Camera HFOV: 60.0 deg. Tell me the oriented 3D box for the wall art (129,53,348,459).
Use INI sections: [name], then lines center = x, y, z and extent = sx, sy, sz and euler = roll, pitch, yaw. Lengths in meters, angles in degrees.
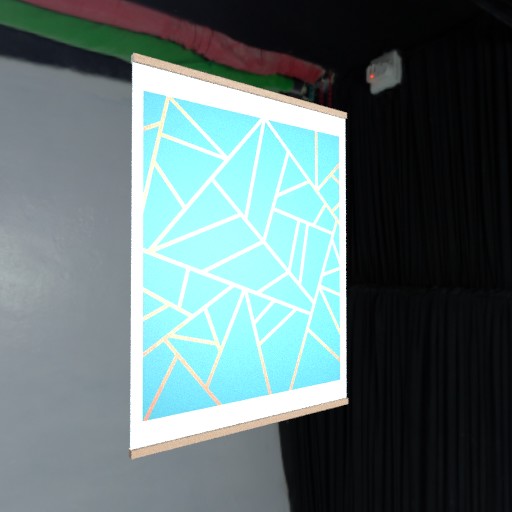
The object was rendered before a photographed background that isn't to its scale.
[wall art]
center = 0.000, 0.000, 0.799
extent = 0.459, 0.608, 0.012
euler = 1, -2, -35
